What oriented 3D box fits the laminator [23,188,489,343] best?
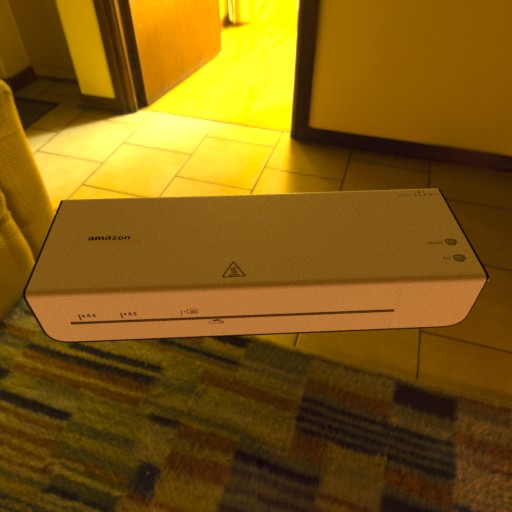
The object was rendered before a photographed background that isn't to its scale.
[{"bbox_3d":[0.000,0.000,0.385,0.340,0.062,0.123,-2,45,-2],"label":"laminator"}]
